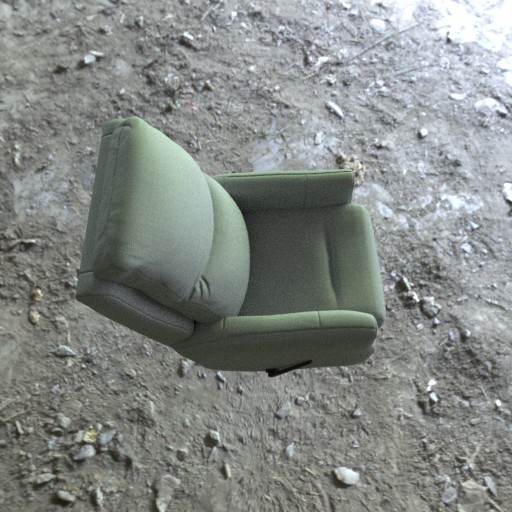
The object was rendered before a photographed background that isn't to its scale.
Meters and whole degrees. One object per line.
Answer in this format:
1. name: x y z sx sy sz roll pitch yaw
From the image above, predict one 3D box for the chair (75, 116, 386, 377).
1. chair: 0.000 0.000 1.804 1.080 1.030 0.829 -1 64 -1
